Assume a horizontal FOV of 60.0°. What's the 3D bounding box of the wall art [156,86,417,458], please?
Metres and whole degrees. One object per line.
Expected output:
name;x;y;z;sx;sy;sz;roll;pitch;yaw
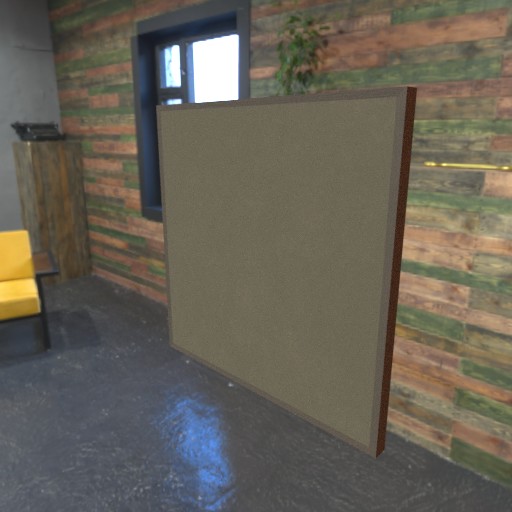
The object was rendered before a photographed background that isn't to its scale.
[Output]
wall art;0.000;0.000;1.131;0.761;0.758;0.038;14;21;42
